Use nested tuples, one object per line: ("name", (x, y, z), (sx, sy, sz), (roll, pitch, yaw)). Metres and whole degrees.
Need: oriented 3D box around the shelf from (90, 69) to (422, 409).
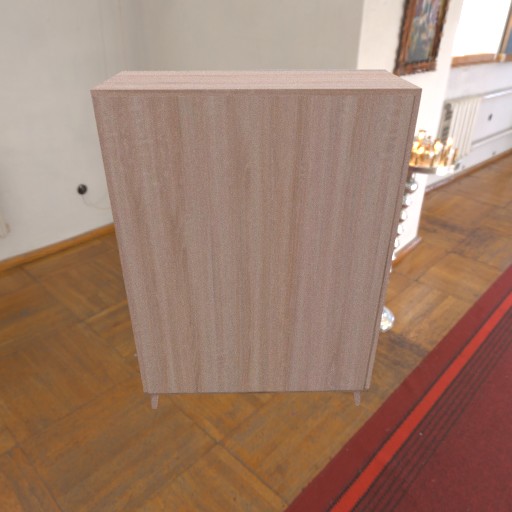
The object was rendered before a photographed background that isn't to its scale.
("shelf", (0.000, 0.000, 1.863), (0.995, 1.405, 0.434), (-1, 30, -1))
